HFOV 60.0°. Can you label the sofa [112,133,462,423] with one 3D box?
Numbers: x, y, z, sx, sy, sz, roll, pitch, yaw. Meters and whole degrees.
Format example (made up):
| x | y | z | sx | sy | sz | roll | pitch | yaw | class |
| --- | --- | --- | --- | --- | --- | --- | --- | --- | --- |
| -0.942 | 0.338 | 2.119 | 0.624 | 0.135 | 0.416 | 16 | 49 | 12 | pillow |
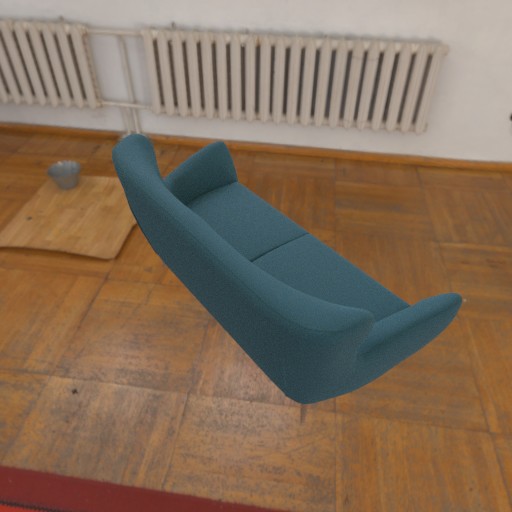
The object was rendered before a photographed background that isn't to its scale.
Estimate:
| x | y | z | sx | sy | sz | roll | pitch | yaw | class |
| --- | --- | --- | --- | --- | --- | --- | --- | --- | --- |
| 0.000 | 0.000 | 2.426 | 0.889 | 0.890 | 1.930 | -26 | 47 | -27 | sofa |
